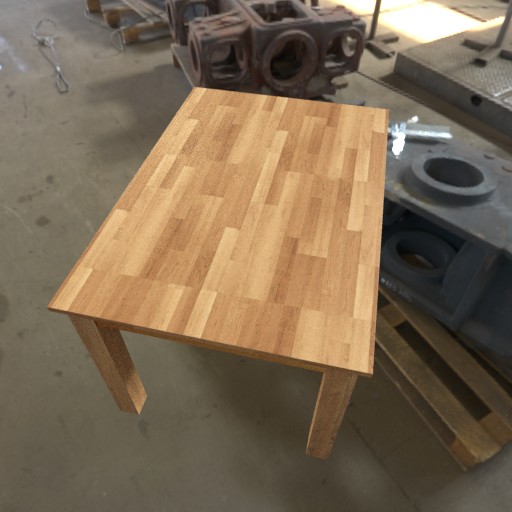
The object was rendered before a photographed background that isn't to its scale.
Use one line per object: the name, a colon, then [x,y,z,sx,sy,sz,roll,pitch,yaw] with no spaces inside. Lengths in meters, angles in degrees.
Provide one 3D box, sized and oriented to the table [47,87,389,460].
table: [0.000,0.000,1.875,0.900,0.750,1.300,10,49,9]
